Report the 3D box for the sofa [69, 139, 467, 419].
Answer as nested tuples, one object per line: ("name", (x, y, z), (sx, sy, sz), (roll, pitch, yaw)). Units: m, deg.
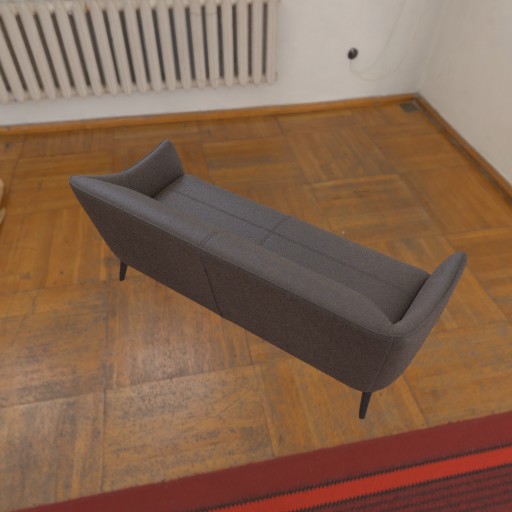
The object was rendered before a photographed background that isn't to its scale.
("sofa", (0.000, 0.000, 2.395), (1.928, 0.831, 0.869), (25, 50, 23))
